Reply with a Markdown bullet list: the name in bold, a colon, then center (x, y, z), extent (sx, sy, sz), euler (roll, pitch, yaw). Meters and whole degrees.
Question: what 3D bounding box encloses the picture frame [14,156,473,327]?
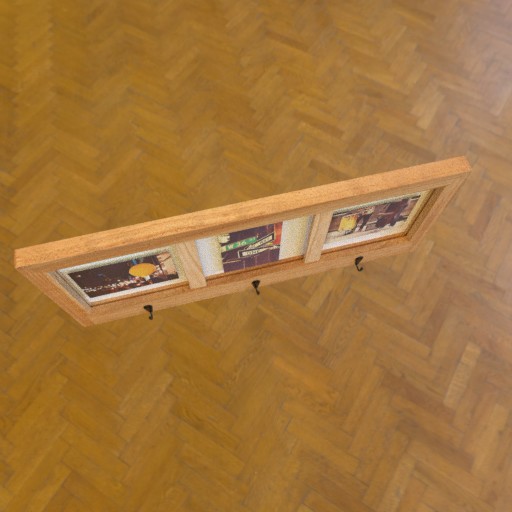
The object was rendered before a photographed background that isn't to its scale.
- **picture frame**: center (0.000, 0.000, 0.655), extent (0.582, 0.234, 0.045), euler (-13, 65, -6)
